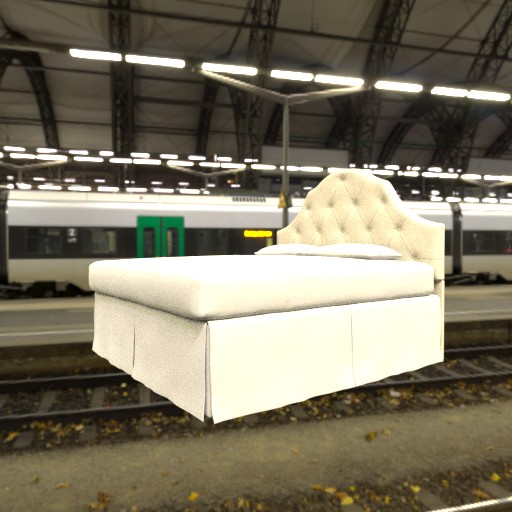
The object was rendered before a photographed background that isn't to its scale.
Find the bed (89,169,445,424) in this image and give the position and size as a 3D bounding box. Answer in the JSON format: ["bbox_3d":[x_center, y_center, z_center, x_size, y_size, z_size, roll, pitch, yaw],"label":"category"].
[{"bbox_3d":[0.000,0.000,3.476,2.086,1.555,2.012,-1,2,-36],"label":"bed"}]
